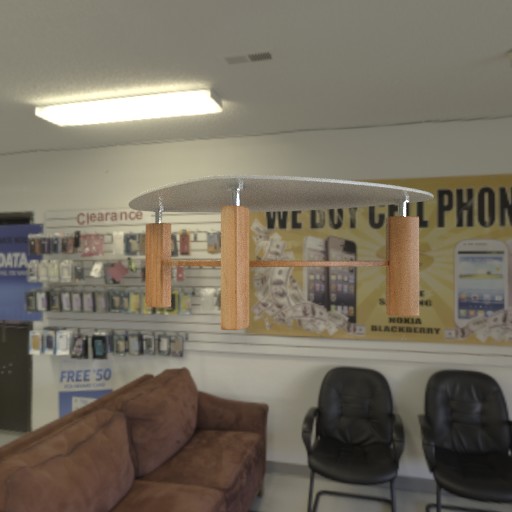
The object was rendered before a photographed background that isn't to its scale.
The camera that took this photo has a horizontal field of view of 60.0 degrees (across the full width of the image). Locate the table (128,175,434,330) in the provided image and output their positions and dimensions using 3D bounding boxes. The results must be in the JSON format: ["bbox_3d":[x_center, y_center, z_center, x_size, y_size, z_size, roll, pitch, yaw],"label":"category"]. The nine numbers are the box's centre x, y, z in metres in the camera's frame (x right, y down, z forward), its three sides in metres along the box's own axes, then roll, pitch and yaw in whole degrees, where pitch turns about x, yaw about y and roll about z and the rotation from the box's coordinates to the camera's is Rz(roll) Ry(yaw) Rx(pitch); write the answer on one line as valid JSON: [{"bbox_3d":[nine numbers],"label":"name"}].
[{"bbox_3d":[0.000,0.000,1.641,1.250,0.440,0.850,0,-1,18],"label":"table"}]
